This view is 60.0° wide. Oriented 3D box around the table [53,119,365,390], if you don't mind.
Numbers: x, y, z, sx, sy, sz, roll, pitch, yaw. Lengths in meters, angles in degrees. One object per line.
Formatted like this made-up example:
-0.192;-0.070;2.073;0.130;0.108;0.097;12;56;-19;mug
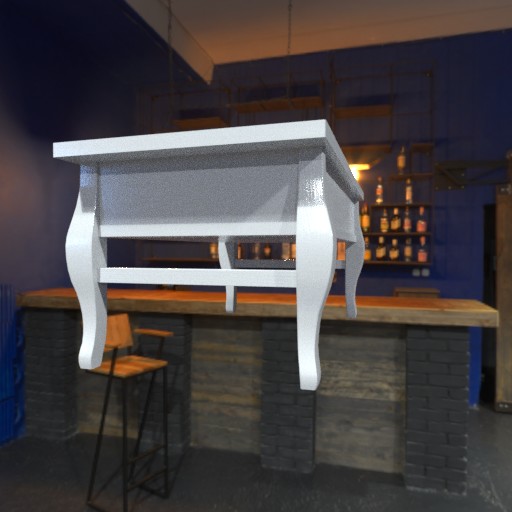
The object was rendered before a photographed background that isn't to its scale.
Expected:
0.000;0.000;1.374;0.600;0.495;1.062;0;1;17;table
